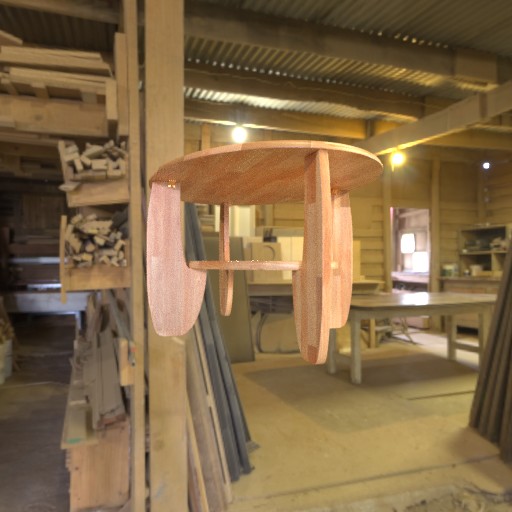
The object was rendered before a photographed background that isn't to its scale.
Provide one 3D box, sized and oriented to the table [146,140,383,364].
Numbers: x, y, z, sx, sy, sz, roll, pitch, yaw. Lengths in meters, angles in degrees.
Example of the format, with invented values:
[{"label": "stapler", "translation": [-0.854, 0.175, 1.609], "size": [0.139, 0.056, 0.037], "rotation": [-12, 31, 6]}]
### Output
[{"label": "table", "translation": [0.000, 0.000, 1.438], "size": [0.690, 0.490, 1.040], "rotation": [0, -1, -17]}]
